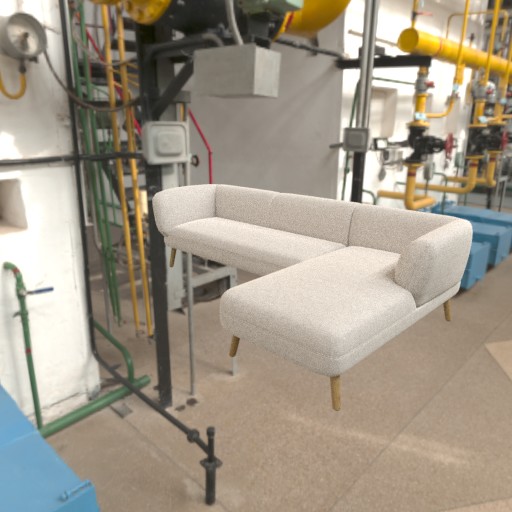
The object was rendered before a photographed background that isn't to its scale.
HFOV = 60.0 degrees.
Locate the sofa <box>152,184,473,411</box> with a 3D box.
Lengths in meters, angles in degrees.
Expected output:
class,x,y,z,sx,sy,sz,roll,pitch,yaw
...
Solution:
class,x,y,z,sx,sy,sz,roll,pitch,yaw
sofa,0.000,0.000,3.314,2.660,0.730,1.610,16,23,41
